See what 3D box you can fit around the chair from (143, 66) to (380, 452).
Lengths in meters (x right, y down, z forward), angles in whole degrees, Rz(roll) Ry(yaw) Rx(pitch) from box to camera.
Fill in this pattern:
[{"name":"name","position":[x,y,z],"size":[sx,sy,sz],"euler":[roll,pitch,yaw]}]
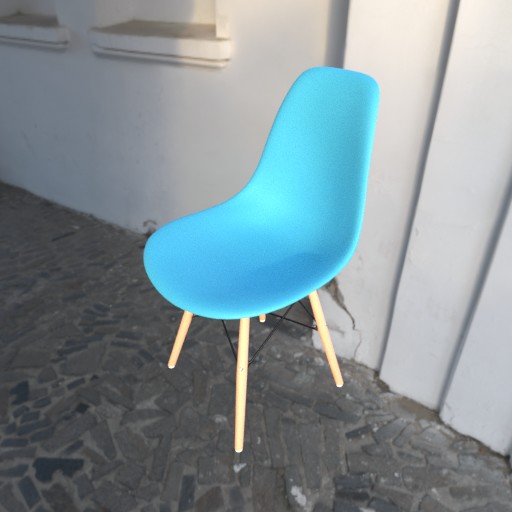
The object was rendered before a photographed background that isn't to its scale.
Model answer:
[{"name":"chair","position":[0.000,0.000,1.115],"size":[0.531,0.826,0.470],"euler":[-22,38,-31]}]
